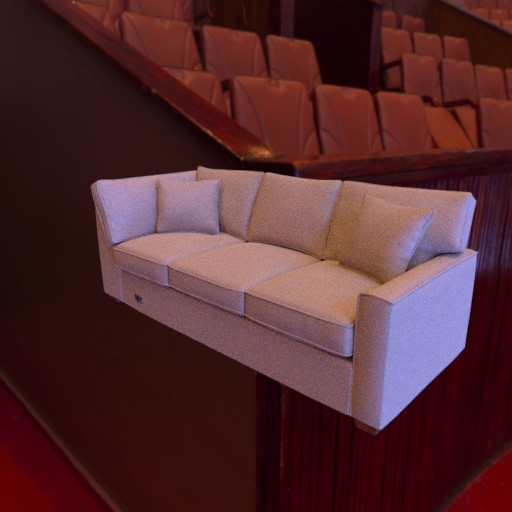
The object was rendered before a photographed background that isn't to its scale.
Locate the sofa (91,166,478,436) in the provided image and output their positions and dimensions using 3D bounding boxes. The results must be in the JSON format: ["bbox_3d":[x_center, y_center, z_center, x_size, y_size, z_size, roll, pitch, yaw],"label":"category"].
[{"bbox_3d":[0.000,0.000,2.803,2.317,0.962,1.061,15,22,41],"label":"sofa"}]
